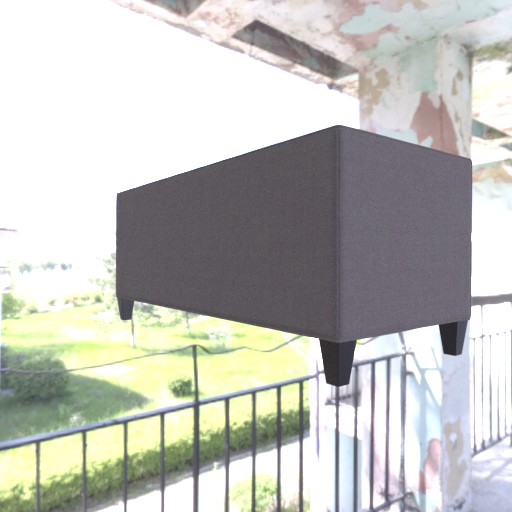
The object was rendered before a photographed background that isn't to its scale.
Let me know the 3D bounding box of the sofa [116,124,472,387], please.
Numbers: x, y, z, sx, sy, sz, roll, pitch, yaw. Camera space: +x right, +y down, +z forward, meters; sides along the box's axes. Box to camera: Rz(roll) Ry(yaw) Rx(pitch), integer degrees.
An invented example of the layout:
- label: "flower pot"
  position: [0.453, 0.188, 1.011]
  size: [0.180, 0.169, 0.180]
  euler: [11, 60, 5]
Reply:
- label: "sofa"
  position: [0.000, 0.000, 2.191]
  size: [0.775, 0.762, 1.778]
  euler: [0, 0, -38]
